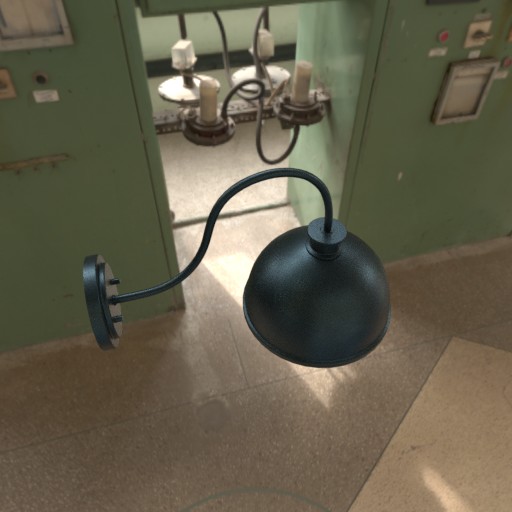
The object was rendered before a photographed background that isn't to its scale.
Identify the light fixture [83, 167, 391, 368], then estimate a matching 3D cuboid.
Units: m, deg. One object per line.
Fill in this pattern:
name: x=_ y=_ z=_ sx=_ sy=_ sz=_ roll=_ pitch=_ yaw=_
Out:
light fixture: x=0.000 y=0.000 z=0.644 sx=0.467 sy=0.295 sz=0.253 roll=-11 pitch=48 yaw=-10
